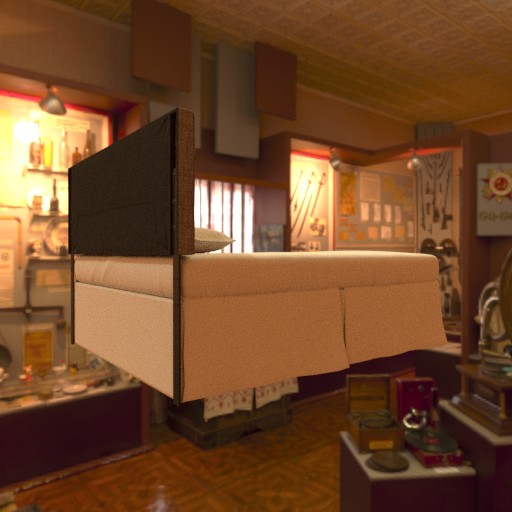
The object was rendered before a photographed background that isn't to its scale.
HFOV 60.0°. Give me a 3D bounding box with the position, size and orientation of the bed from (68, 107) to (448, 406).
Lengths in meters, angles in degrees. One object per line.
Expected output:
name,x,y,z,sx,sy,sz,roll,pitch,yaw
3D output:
bed,0.000,0.000,2.932,1.958,1.168,1.621,0,0,-37
